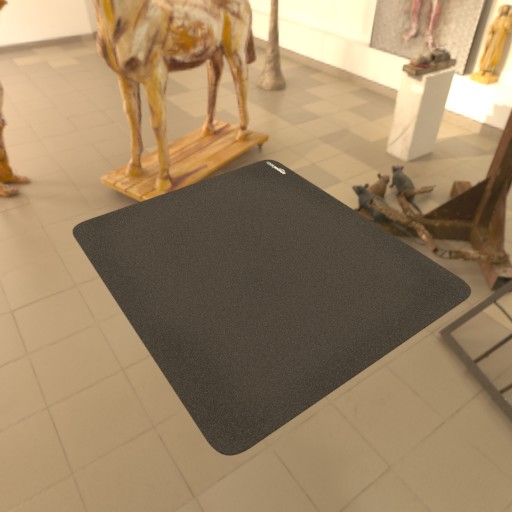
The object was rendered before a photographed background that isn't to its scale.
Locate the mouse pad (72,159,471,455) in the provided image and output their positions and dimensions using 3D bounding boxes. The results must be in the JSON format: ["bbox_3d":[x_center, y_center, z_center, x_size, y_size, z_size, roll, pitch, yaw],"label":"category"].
[{"bbox_3d":[0.000,0.000,0.631,0.393,0.002,0.451,-25,46,-26],"label":"mouse pad"}]
